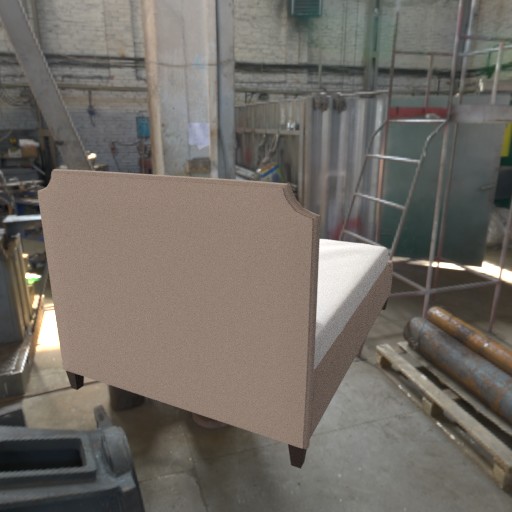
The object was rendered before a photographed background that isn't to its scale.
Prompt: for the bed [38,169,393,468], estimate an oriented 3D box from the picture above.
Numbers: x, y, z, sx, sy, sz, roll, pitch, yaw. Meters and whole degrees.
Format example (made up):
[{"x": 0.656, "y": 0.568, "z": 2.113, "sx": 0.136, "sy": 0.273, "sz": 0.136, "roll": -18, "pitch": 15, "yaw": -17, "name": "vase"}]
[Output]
[{"x": 0.000, "y": 0.000, "z": 3.368, "sx": 1.713, "sy": 1.443, "sz": 2.372, "roll": 8, "pitch": 18, "yaw": 25, "name": "bed"}]
